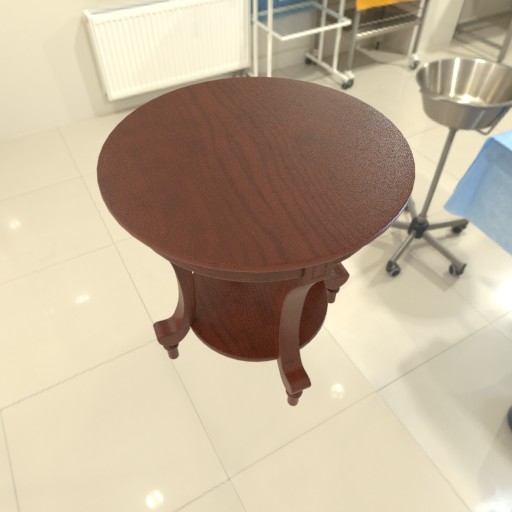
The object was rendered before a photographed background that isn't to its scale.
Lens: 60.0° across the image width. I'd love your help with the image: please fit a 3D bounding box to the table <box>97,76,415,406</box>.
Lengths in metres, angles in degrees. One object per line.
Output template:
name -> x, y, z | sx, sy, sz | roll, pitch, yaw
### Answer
table -> 0.000, 0.000, 1.077 | 0.597, 0.612, 0.597 | 0, 48, 0
